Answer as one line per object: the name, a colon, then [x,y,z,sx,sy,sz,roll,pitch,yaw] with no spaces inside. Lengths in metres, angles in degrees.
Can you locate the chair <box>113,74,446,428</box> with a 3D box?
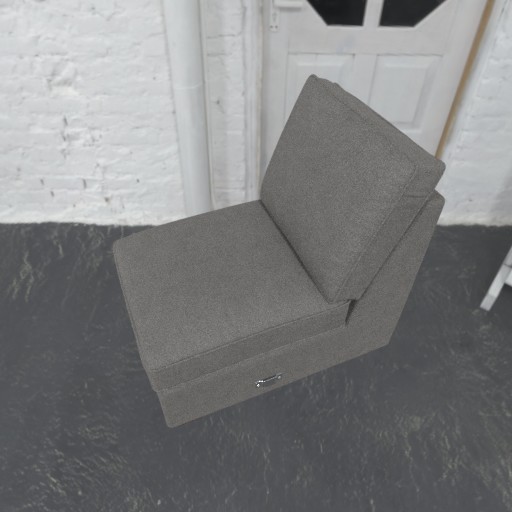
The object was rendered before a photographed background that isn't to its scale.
chair: [0.000,0.000,1.564,0.938,0.970,0.621,-17,48,-16]
